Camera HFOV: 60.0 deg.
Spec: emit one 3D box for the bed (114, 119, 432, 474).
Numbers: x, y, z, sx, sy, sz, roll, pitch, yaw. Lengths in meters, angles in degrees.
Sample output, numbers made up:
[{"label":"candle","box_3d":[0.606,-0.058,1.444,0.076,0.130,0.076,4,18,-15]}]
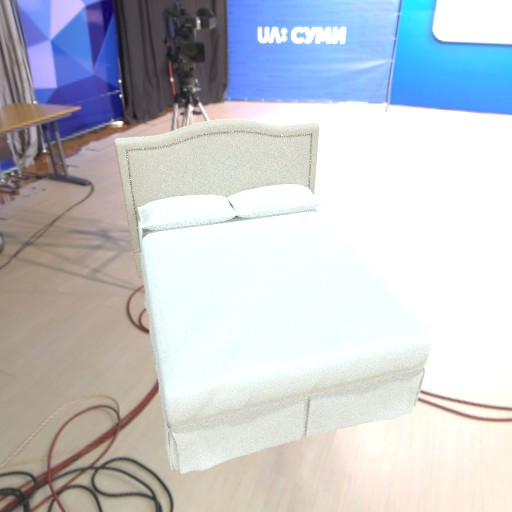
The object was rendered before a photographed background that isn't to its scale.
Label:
[{"label":"bed","box_3d":[0.000,0.000,3.227,1.753,1.460,2.143,-9,33,-14]}]
